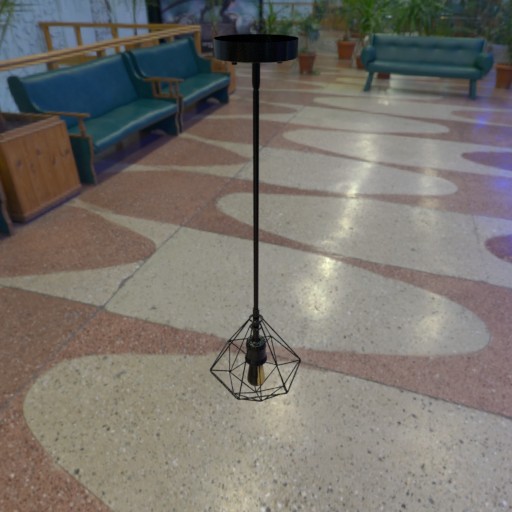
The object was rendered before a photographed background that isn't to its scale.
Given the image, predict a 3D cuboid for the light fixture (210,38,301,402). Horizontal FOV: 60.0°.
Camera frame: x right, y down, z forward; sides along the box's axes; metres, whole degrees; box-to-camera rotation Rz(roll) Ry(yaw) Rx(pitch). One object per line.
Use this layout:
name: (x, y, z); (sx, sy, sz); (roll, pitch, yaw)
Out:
light fixture: (0.000, 0.000, 1.991); (0.431, 1.764, 0.487); (11, 33, 18)
